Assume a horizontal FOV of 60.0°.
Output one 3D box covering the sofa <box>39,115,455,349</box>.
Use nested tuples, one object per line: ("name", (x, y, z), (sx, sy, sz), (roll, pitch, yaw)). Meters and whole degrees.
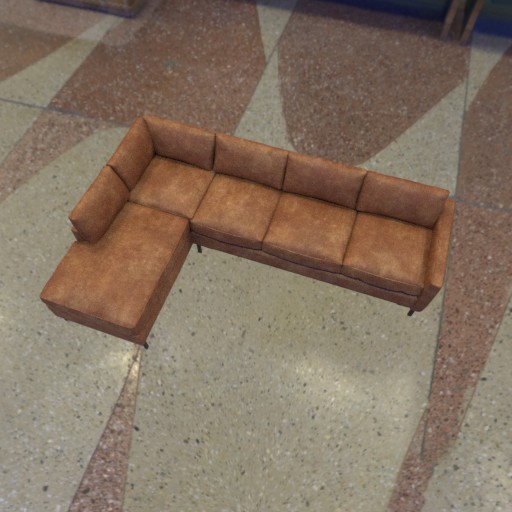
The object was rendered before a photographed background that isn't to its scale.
("sofa", (0.000, 0.000, 3.748), (2.984, 0.877, 1.938), (16, 60, 10))
